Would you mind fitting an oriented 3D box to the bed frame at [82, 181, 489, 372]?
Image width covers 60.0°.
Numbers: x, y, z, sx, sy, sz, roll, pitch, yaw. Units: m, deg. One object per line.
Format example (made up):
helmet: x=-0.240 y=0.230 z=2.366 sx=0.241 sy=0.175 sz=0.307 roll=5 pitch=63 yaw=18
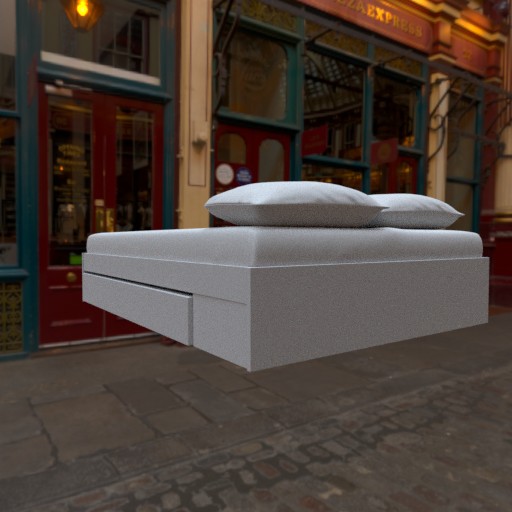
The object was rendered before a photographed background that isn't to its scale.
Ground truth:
bed frame: x=0.000 y=0.000 z=2.555 sx=1.450 sy=0.629 sz=1.950 roll=-1 pitch=2 yaw=-35
